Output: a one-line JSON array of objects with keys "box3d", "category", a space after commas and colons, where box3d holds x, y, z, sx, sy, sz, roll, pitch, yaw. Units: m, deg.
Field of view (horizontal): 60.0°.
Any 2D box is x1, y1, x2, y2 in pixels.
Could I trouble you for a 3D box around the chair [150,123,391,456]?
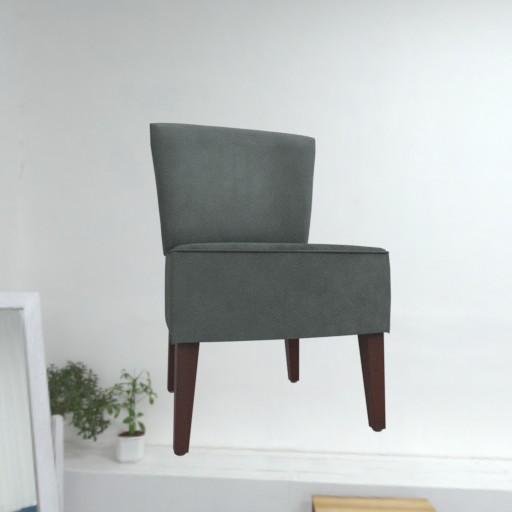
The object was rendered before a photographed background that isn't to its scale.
[{"box3d": [0.000, 0.000, 1.166, 0.521, 0.806, 0.554, 0, -1, -17], "category": "chair"}]
